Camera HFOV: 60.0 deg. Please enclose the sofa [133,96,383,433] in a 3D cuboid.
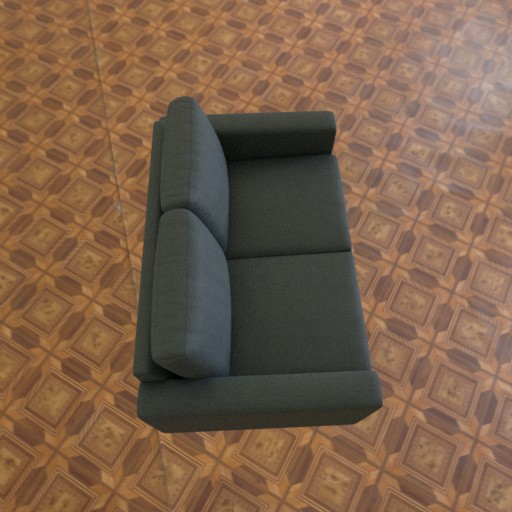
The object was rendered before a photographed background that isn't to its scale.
[{"bbox_3d":[0.000,0.000,2.124,0.955,0.903,1.489,-2,63,-1],"label":"sofa"}]
